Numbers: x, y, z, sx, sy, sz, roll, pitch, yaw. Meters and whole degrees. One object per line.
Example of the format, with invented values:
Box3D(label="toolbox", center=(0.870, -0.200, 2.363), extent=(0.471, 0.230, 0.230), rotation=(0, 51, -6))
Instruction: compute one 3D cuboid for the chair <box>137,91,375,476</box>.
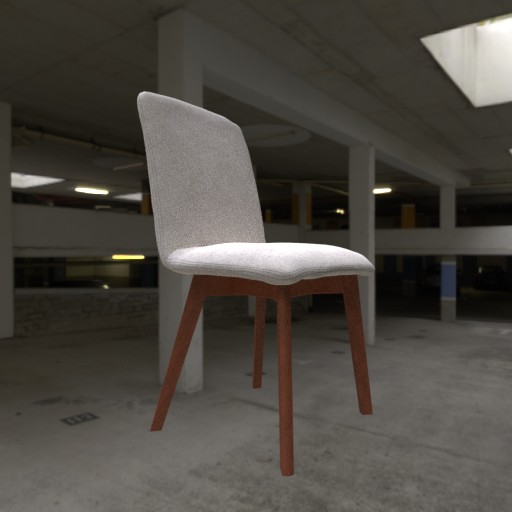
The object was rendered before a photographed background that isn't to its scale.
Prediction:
Box3D(label="chair", center=(0.000, 0.000, 1.327), extent=(0.563, 0.974, 0.522), rotation=(1, 1, 37))
